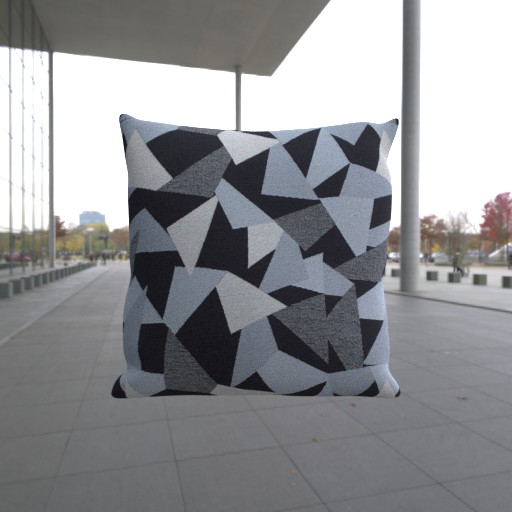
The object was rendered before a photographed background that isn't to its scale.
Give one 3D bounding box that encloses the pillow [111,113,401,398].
[{"bbox_3d":[0.000,0.000,0.766,0.503,0.496,0.208,0,0,0],"label":"pillow"}]
